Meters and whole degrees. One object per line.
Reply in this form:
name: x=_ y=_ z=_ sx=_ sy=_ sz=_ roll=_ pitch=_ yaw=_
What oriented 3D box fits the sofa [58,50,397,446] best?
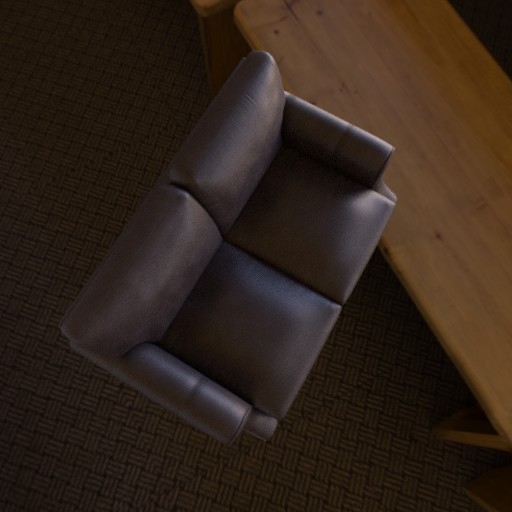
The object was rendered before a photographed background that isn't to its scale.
sofa: x=0.000 y=0.000 z=2.261 sx=1.030 sy=0.979 sz=1.663 roll=29 pitch=77 yaw=7
